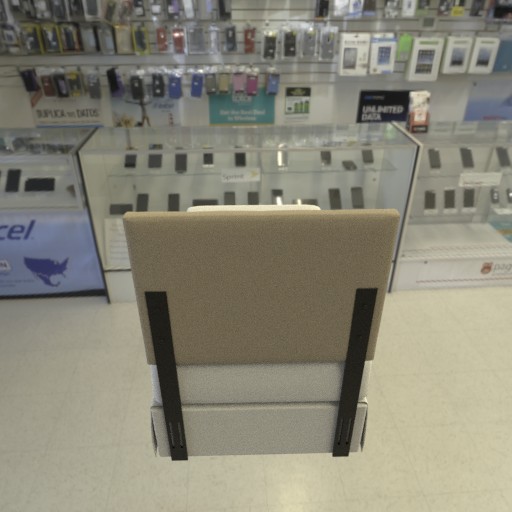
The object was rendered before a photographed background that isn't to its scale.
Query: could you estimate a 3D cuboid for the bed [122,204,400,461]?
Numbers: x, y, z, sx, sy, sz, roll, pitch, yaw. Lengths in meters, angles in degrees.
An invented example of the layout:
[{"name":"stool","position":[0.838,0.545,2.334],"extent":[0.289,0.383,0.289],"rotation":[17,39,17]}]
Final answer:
[{"name":"bed","position":[0.000,0.000,3.026],"extent":[1.261,1.571,1.997],"rotation":[-1,31,-1]}]
